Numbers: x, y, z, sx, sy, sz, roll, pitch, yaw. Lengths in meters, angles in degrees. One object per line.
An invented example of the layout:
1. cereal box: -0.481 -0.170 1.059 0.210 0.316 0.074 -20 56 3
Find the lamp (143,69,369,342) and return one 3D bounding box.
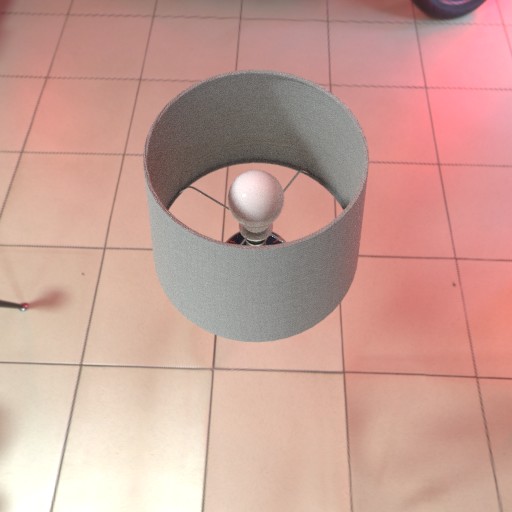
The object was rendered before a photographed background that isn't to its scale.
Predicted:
1. lamp: 0.000 0.000 0.584 0.253 0.428 0.253 0 64 0
